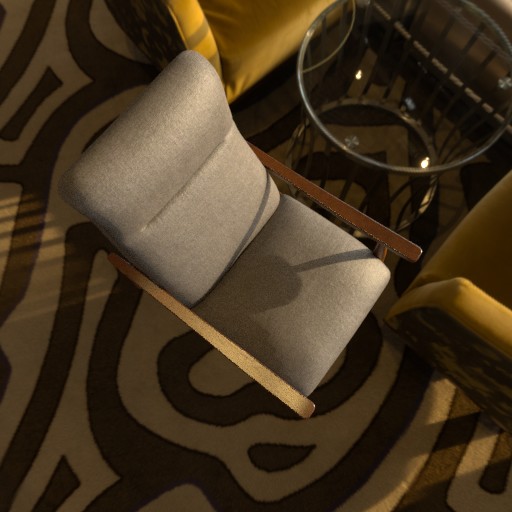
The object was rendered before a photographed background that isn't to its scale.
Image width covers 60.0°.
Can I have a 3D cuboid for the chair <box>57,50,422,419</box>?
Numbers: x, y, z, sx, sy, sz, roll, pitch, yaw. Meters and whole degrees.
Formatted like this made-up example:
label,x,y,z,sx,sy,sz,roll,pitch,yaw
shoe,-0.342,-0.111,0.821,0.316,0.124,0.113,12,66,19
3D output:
label,x,y,z,sx,sy,sz,roll,pitch,yaw
chair,0.000,0.000,1.756,1.014,1.081,0.762,36,77,10
